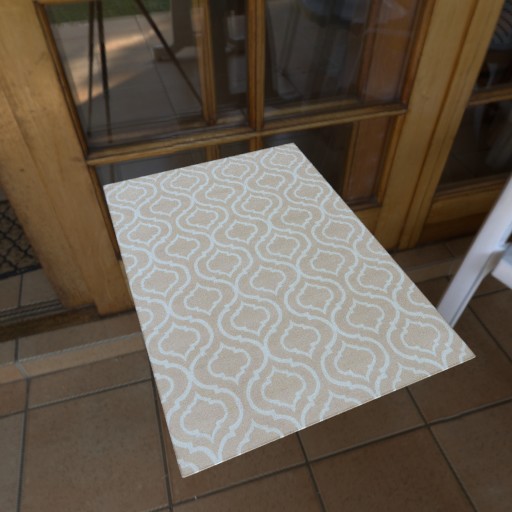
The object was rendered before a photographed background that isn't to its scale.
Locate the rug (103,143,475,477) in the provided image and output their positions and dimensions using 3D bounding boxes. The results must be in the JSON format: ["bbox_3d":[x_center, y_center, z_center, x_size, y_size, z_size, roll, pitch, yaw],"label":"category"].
[{"bbox_3d":[0.000,0.000,2.713,1.524,0.010,2.134,-16,48,-15],"label":"rug"}]
